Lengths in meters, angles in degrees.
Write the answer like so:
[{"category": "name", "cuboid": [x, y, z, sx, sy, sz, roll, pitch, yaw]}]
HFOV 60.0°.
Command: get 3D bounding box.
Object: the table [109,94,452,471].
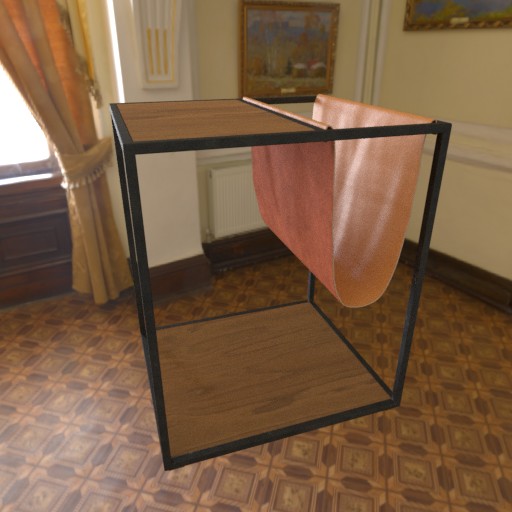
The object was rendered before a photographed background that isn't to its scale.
[{"category": "table", "cuboid": [0.000, 0.000, 0.844, 0.450, 0.536, 0.399, -8, 27, -17]}]
